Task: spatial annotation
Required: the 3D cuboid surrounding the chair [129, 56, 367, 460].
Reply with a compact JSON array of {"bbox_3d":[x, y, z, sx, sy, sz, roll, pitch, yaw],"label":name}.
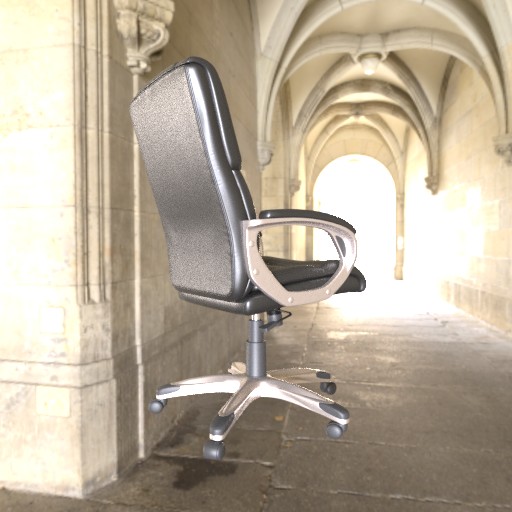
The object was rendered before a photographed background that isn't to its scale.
[{"bbox_3d":[0.000,0.000,1.602,0.780,1.145,0.700,-1,2,-35],"label":"chair"}]
